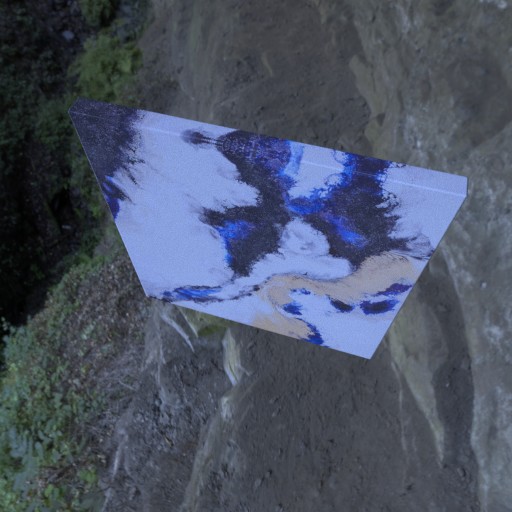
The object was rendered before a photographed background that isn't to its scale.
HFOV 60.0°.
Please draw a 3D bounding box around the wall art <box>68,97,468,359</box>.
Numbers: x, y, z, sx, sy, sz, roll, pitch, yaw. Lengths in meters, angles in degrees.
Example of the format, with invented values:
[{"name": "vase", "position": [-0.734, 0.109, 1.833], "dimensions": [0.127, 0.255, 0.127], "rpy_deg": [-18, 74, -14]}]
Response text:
[{"name": "wall art", "position": [0.000, 0.000, 0.908], "dimensions": [0.609, 0.609, 0.039], "rpy_deg": [14, 57, 9]}]
